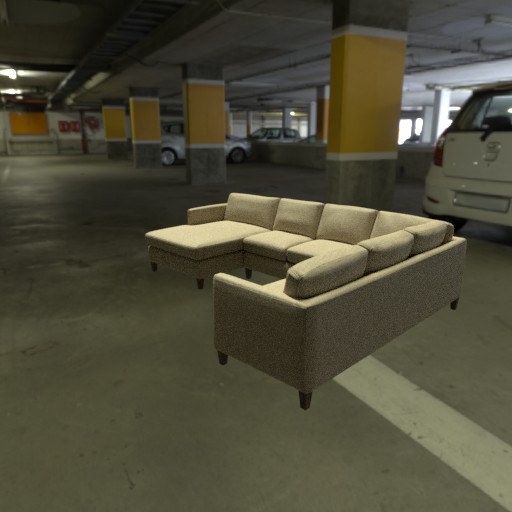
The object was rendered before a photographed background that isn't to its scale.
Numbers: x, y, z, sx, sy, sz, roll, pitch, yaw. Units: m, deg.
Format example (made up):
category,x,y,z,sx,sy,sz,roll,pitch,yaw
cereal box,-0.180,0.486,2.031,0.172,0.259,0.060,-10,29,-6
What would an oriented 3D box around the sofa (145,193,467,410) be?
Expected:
category,x,y,z,sx,sy,sz,roll,pitch,yaw
sofa,0.000,0.000,4.772,2.593,0.959,3.460,-15,21,-43
